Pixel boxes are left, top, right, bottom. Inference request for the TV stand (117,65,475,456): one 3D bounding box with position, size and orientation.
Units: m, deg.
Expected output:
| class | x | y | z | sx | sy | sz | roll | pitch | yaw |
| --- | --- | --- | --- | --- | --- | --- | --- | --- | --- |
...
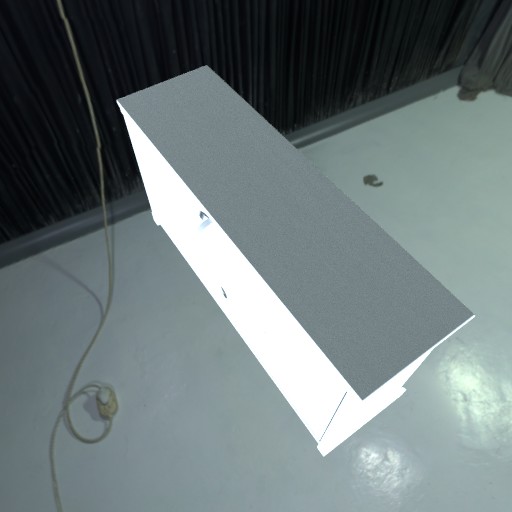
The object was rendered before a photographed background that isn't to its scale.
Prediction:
| class | x | y | z | sx | sy | sz | roll | pitch | yaw |
| --- | --- | --- | --- | --- | --- | --- | --- | --- | --- |
| TV stand | 0.000 | 0.000 | 1.479 | 0.424 | 0.624 | 1.187 | -30 | 61 | -19 |
